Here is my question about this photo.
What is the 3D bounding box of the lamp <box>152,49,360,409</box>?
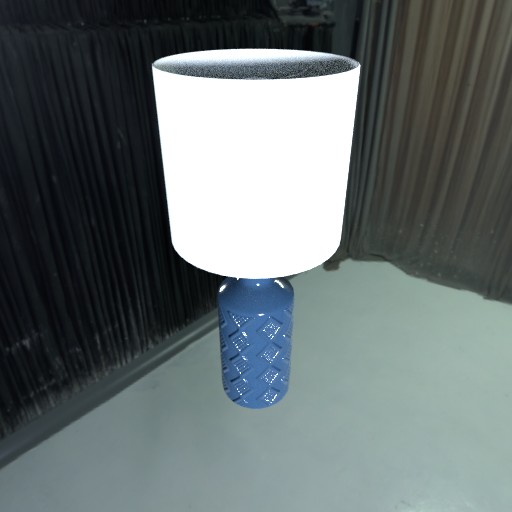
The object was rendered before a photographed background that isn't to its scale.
[{"bbox_3d":[0.000,0.000,0.568,0.207,0.461,0.207,22,38,32],"label":"lamp"}]
